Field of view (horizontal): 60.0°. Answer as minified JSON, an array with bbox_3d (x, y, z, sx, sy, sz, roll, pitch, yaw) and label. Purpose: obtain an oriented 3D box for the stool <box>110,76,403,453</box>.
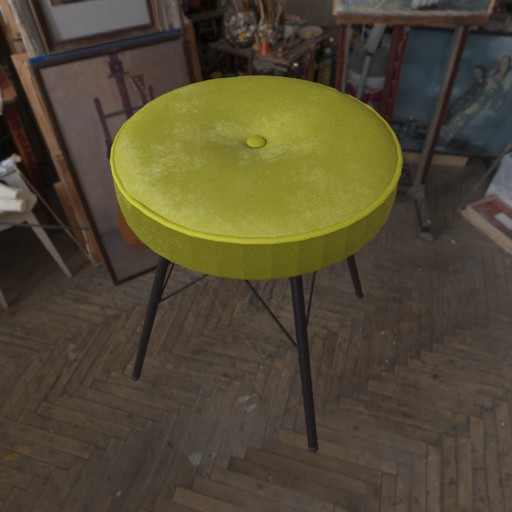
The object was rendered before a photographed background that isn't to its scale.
[{"bbox_3d":[0.000,0.000,0.803,0.409,0.508,0.409,16,49,15],"label":"stool"}]
